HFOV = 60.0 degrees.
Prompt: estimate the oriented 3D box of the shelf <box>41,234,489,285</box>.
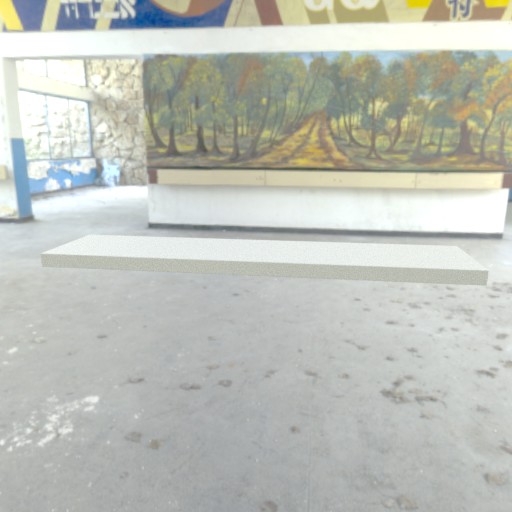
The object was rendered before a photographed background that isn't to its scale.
[{"bbox_3d":[0.000,0.000,0.667,0.610,0.020,0.140,2,14,8],"label":"shelf"}]
